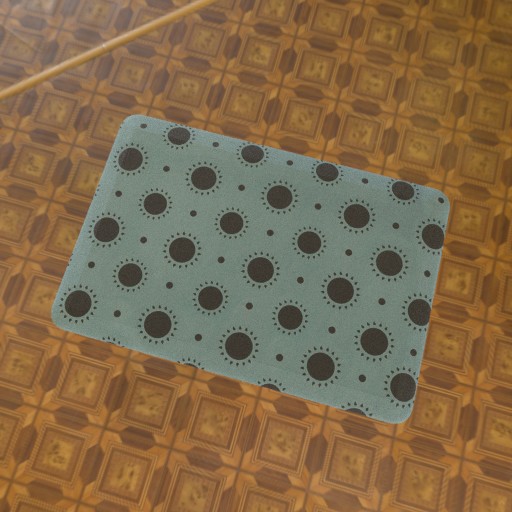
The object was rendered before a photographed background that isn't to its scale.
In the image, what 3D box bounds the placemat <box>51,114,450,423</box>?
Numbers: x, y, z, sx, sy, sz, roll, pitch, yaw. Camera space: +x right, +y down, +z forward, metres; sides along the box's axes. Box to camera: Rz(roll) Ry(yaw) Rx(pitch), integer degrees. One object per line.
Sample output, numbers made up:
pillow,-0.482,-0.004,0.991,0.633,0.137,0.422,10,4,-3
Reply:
placemat,0.000,0.000,0.941,0.762,0.021,0.508,15,77,3
